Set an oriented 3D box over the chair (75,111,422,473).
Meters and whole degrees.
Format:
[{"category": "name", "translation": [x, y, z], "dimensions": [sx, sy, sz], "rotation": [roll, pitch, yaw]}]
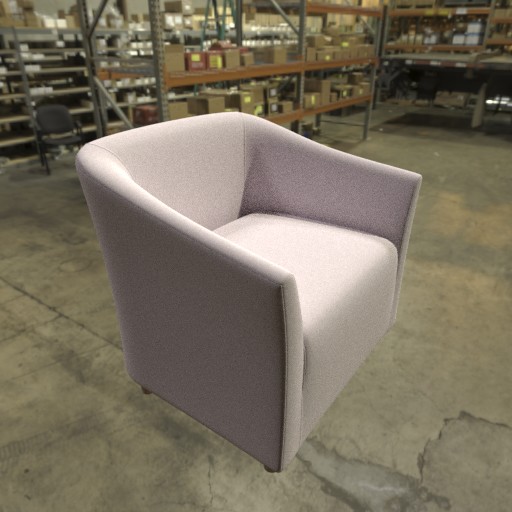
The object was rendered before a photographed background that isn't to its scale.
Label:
[{"category": "chair", "translation": [0.000, 0.000, 1.330], "dimensions": [0.700, 0.720, 0.790], "rotation": [18, 32, 31]}]
